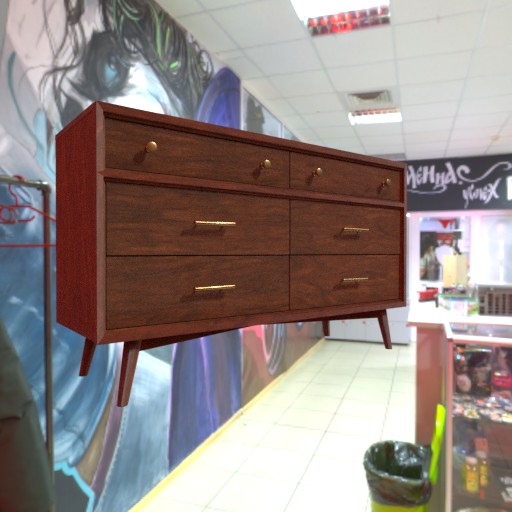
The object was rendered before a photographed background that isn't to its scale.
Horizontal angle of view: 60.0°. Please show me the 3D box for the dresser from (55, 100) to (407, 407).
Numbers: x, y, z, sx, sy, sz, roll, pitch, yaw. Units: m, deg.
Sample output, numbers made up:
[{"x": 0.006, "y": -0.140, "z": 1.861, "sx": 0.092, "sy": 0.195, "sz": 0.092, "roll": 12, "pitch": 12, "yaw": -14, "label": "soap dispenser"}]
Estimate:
[{"x": 0.000, "y": 0.000, "z": 1.877, "sx": 1.472, "sy": 0.889, "sz": 0.500, "roll": 0, "pitch": 1, "yaw": -37, "label": "dresser"}]
